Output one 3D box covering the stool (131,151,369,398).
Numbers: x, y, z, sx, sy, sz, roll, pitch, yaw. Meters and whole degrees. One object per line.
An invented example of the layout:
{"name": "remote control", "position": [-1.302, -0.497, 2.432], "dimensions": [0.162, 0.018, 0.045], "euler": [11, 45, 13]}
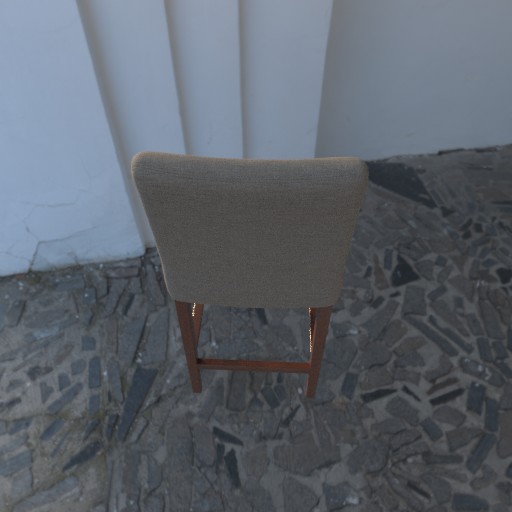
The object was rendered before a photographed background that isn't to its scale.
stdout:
{"name": "stool", "position": [0.000, 0.000, 1.280], "dimensions": [0.470, 0.981, 0.577], "euler": [2, 46, 2]}
